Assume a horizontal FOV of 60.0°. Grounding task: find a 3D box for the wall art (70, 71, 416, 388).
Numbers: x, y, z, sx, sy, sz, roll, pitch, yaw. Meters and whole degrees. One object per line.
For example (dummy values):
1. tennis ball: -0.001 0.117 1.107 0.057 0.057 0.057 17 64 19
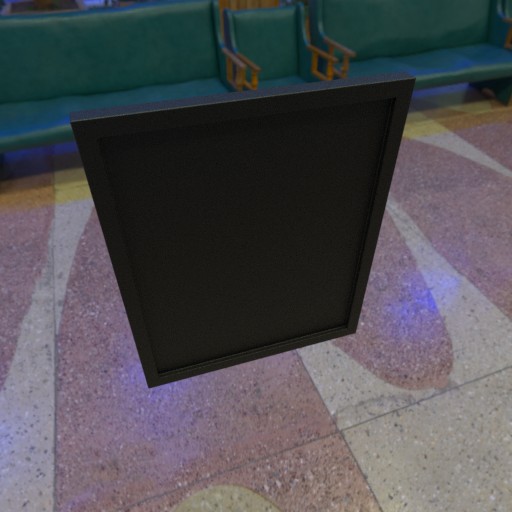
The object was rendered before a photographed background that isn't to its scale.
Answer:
1. wall art: 0.000 0.000 0.755 0.457 0.559 0.028 -12 43 -13
